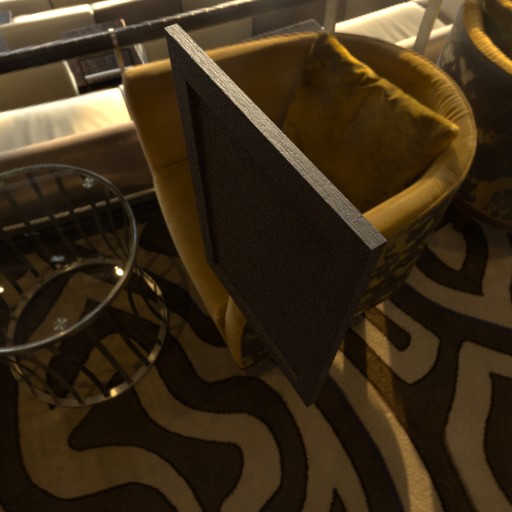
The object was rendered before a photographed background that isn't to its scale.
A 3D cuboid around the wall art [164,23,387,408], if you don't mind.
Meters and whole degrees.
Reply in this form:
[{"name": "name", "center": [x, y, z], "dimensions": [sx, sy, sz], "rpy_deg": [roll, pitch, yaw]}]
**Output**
[{"name": "wall art", "center": [0.000, 0.000, 0.645], "dimensions": [0.017, 0.513, 0.359], "rpy_deg": [-29, 62, -17]}]
